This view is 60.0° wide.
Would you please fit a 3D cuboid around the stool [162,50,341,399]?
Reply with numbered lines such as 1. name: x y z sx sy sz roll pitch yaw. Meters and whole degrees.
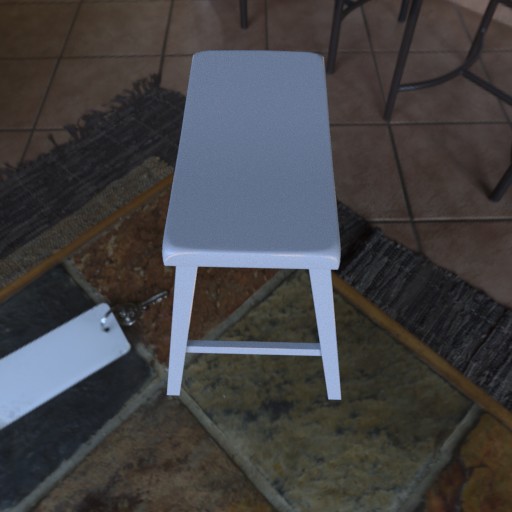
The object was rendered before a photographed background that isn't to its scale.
1. stool: 0.000 0.000 1.017 0.476 0.737 0.457 1 59 1
